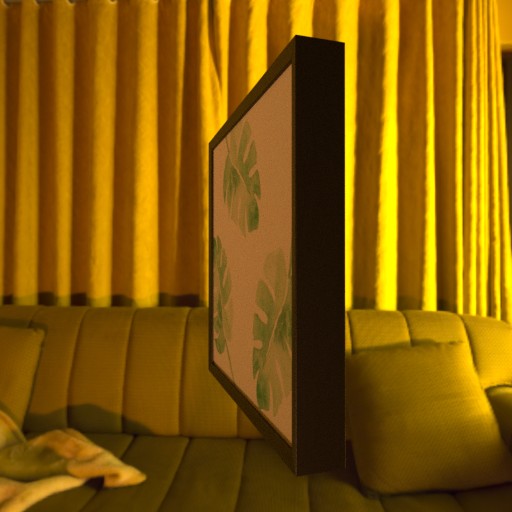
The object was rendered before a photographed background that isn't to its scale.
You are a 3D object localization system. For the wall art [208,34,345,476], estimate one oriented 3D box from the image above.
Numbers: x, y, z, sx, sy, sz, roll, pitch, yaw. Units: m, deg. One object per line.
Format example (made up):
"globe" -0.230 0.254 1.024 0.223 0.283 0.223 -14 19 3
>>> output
"wall art" 0.000 0.000 0.455 0.038 0.304 0.304 0 0 -17
